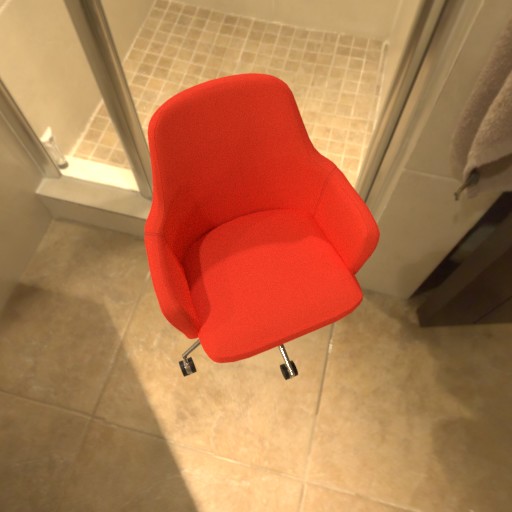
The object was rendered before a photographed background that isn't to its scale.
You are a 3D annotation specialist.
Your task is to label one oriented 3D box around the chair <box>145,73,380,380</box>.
[{"bbox_3d":[0.000,0.000,1.281,0.655,0.820,0.600,-20,65,-10],"label":"chair"}]
